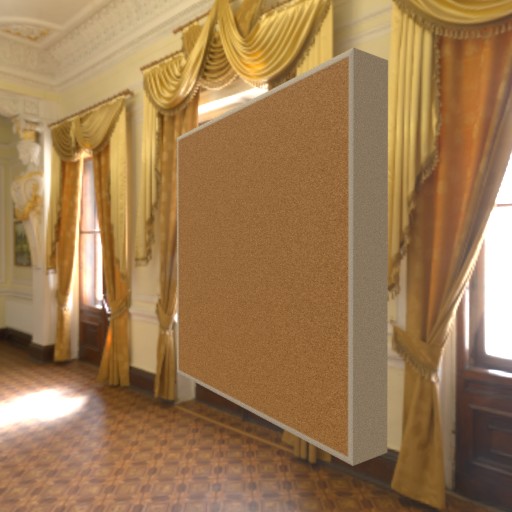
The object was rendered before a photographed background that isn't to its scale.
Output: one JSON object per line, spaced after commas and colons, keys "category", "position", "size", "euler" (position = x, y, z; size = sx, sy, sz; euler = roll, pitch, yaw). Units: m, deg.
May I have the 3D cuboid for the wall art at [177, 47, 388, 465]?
{"category": "wall art", "position": [0.000, 0.000, 0.459], "size": [0.038, 0.304, 0.305], "euler": [0, 1, -34]}
